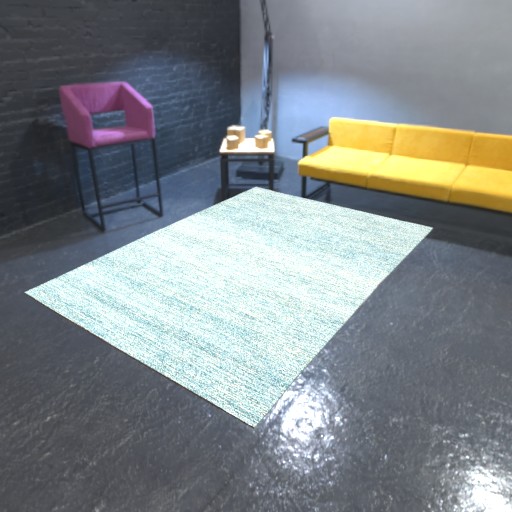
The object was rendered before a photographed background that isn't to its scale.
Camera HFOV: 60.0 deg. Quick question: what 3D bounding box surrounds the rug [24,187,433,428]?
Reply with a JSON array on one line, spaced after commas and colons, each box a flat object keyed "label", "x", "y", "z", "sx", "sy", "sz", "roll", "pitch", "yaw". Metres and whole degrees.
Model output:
[{"label": "rug", "x": 0.000, "y": 0.000, "z": 2.885, "sx": 1.611, "sy": 0.026, "sz": 2.260, "roll": 19, "pitch": 33, "yaw": 31}]
